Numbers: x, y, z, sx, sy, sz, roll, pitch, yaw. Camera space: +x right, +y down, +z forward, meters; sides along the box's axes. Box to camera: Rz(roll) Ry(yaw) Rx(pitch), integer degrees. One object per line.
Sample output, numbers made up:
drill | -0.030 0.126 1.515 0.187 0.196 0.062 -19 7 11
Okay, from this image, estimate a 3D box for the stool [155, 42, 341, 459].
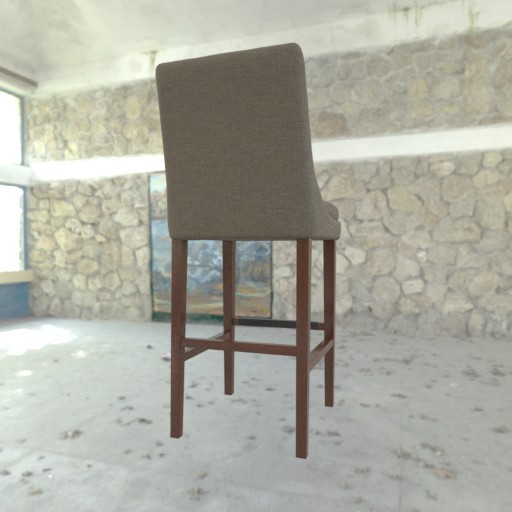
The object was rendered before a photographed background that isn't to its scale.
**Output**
stool | 0.000 0.000 1.417 0.470 1.078 0.577 0 1 19
